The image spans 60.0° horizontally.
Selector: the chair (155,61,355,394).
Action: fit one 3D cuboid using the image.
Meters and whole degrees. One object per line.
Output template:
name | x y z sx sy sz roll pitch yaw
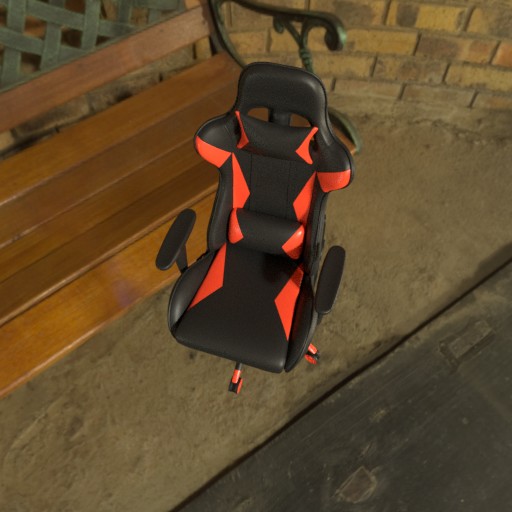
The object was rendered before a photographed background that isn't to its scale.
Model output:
chair | 0.000 0.000 1.714 0.695 1.282 0.730 15 57 10
